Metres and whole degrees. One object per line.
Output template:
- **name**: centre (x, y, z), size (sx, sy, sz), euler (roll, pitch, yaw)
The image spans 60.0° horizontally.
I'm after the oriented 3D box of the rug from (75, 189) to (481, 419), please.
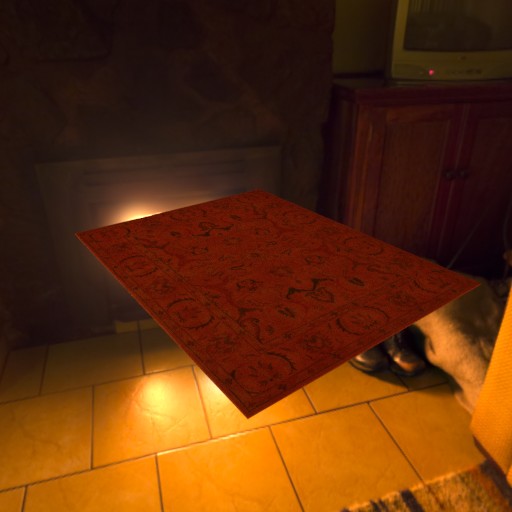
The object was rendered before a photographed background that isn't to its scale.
- **rug**: centre (0.000, 0.000, 3.966), size (2.300, 0.012, 2.929), euler (-19, 33, -32)
